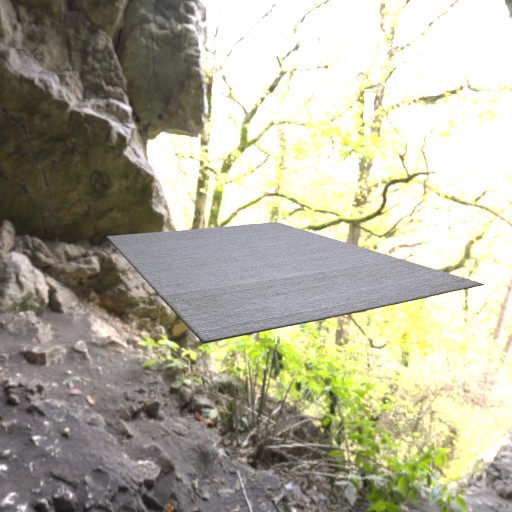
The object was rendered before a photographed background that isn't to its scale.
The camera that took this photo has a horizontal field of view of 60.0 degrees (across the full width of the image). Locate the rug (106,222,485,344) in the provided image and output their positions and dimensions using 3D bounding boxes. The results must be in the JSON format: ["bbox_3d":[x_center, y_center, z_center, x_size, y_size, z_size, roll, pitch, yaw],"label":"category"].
[{"bbox_3d":[0.000,0.000,3.003,1.606,0.017,2.270,-7,16,-26],"label":"rug"}]
